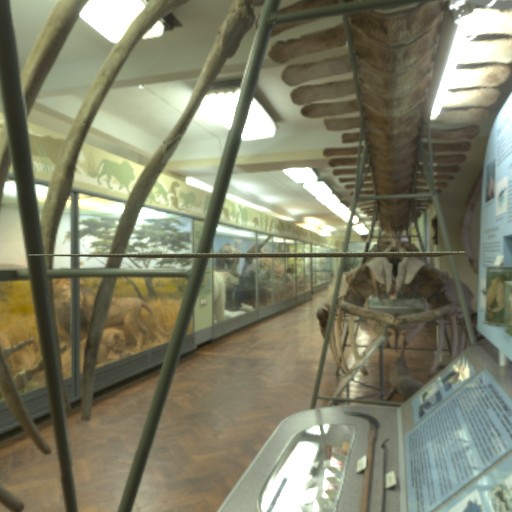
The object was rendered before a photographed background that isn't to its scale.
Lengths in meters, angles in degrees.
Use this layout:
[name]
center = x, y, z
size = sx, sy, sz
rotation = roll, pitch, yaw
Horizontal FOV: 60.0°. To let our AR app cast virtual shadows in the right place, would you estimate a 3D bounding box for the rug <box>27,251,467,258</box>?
[rug]
center = 0.000, 0.000, 3.066
size = 2.448, 0.008, 1.541
rotation = 0, -1, 18
